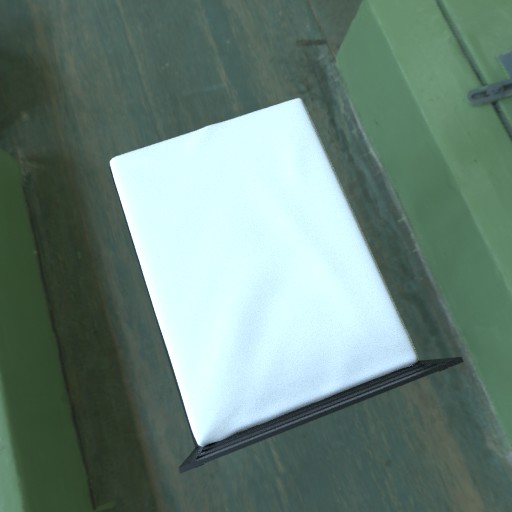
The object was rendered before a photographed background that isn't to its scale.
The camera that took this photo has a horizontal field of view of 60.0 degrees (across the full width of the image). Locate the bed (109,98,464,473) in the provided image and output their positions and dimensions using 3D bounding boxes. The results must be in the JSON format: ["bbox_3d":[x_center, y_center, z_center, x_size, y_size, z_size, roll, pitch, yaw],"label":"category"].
[{"bbox_3d":[0.000,0.000,2.919,1.524,0.967,2.062,-19,76,-5],"label":"bed"}]
